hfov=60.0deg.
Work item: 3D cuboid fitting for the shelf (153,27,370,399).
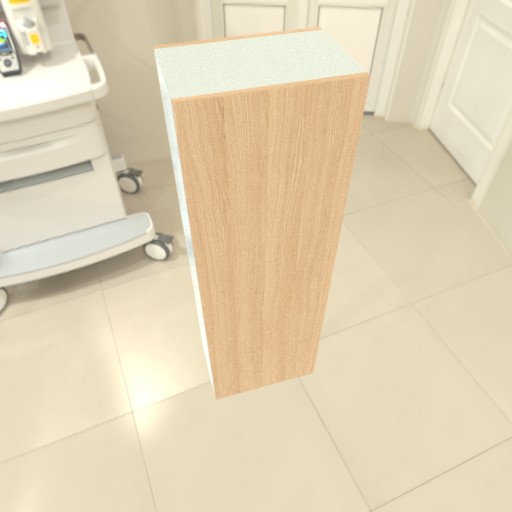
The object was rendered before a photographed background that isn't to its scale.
[{"bbox_3d":[0.000,0.000,1.002,0.290,0.882,0.197,-12,48,-11],"label":"shelf"}]
